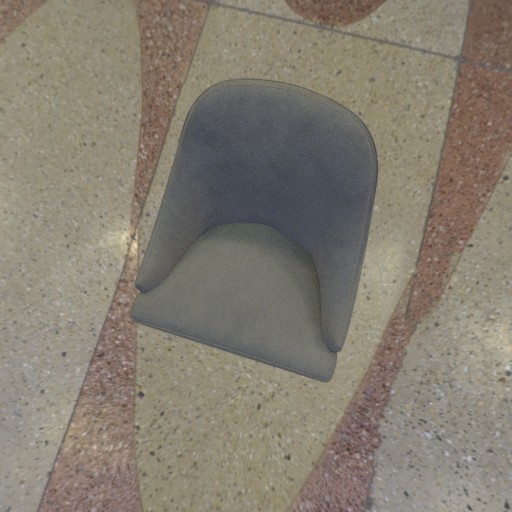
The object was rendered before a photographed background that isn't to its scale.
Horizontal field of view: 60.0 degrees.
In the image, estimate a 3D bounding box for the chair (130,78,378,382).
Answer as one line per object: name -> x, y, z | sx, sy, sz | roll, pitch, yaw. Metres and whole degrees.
chair -> 0.000, 0.000, 1.321 | 0.643, 0.889, 0.575 | 17, 75, 4
